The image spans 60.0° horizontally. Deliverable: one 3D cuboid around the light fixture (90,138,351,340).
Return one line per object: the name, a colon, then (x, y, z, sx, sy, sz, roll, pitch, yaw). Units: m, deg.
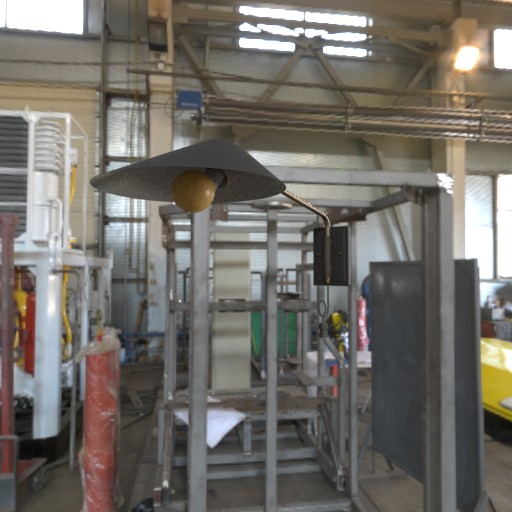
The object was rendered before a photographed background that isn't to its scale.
light fixture: (0.000, 0.000, 0.668, 0.240, 0.312, 0.516, -1, -2, 36)
